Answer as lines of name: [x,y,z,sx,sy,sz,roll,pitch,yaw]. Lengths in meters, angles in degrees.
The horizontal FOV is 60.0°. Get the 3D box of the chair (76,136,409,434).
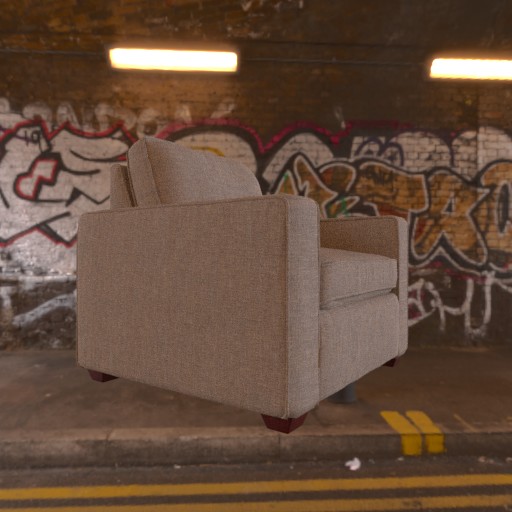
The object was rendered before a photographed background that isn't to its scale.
chair: [0.000,0.000,1.751,0.940,0.914,1.016,0,1,35]
